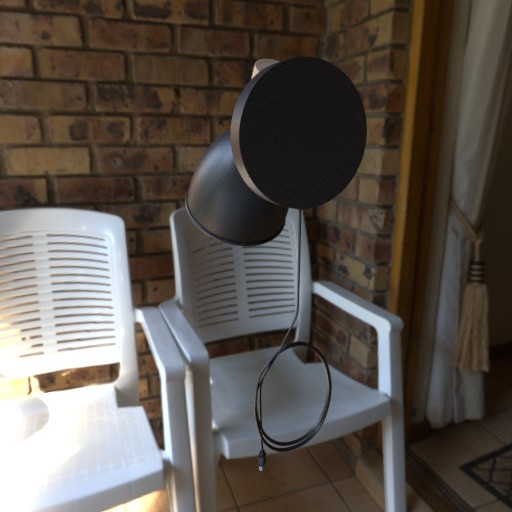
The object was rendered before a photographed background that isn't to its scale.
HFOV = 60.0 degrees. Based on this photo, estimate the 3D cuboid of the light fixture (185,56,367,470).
[{"bbox_3d":[0.000,0.000,0.498,0.127,0.401,0.203,-7,16,-25],"label":"light fixture"}]
